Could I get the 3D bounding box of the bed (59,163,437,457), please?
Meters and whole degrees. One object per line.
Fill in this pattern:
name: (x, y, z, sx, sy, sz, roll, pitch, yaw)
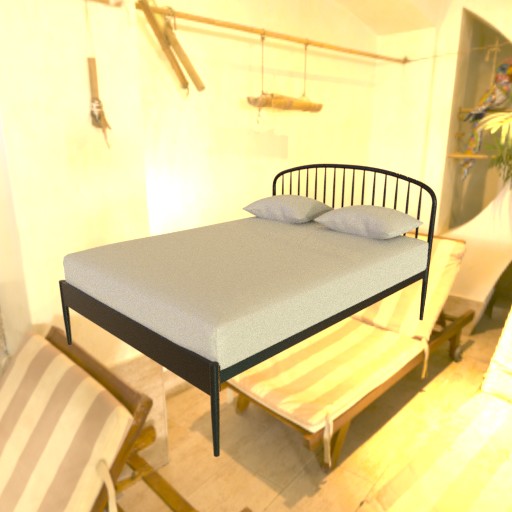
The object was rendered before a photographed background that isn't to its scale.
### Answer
bed: (0.000, 0.000, 3.142, 1.618, 1.166, 2.159, 15, 22, 42)
